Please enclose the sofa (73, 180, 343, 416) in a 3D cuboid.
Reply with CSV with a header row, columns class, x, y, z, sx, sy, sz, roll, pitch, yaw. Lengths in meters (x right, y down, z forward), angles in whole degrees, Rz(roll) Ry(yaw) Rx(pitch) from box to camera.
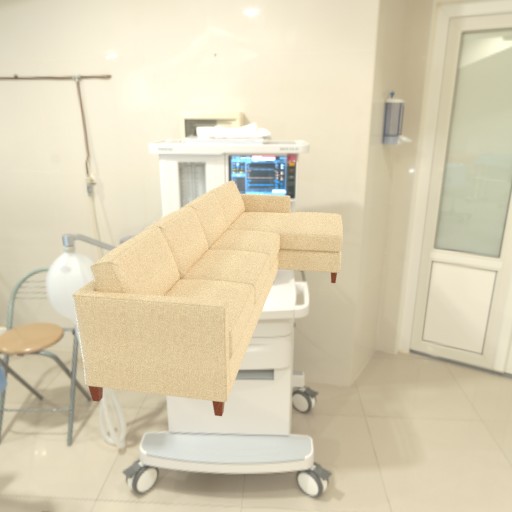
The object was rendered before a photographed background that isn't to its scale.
class,x,y,z,sx,sy,sz,roll,pitch,yaw
sofa,0.000,0.000,4.132,1.603,0.954,3.471,3,18,10
